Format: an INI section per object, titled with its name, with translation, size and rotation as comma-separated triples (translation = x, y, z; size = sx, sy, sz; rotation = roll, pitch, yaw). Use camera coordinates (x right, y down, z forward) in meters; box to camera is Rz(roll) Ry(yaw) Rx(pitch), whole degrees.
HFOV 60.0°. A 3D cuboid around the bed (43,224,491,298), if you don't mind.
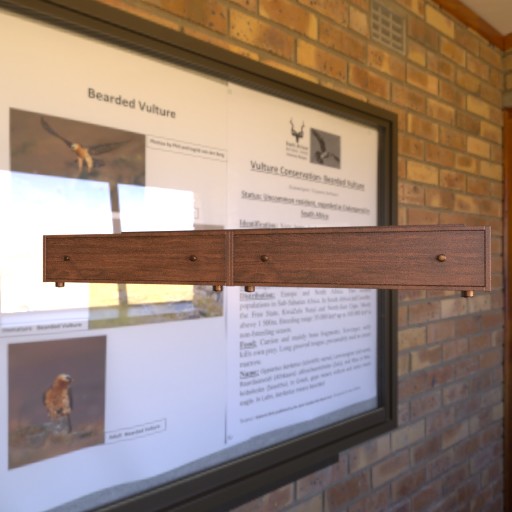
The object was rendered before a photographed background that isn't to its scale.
[bed]
translation = 0.000, 0.000, 2.301
size = 2.057, 0.326, 0.787
rotation = 0, 0, 18
